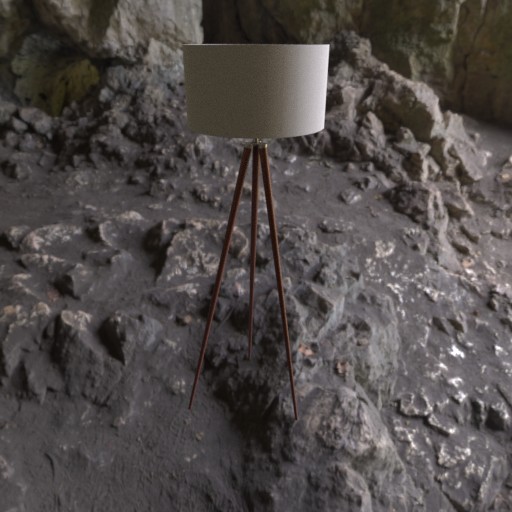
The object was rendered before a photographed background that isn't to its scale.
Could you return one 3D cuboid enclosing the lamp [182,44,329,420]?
[{"bbox_3d":[0.000,0.000,1.804,0.483,1.553,0.483,18,31,32],"label":"lamp"}]
